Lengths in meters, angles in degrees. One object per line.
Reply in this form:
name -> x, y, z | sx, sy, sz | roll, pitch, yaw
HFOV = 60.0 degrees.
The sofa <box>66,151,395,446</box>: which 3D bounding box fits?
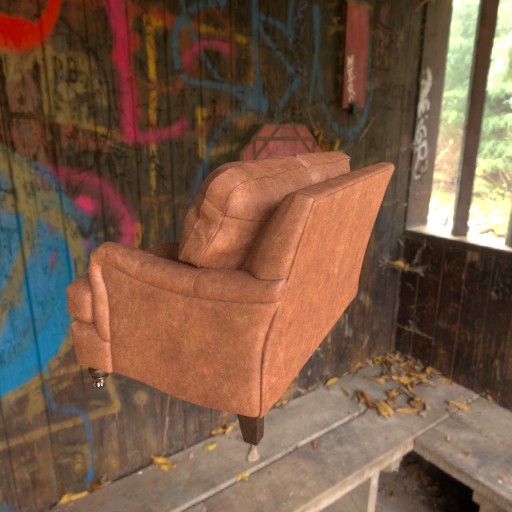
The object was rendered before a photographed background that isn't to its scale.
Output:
sofa -> 0.000, 0.000, 2.231 | 1.077, 1.004, 1.527 | 8, 18, 25
